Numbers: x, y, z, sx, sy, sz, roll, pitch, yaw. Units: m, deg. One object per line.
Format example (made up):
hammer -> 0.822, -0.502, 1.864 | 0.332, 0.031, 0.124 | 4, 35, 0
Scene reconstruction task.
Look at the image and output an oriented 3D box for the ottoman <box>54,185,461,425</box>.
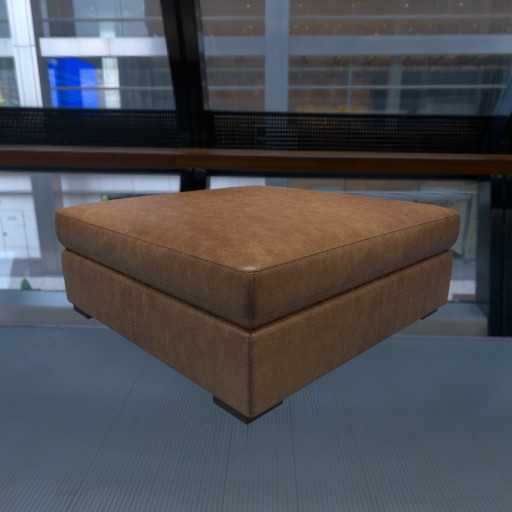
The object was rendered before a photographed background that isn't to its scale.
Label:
ottoman -> 0.000, 0.000, 1.815 | 1.169, 0.483, 1.168 | -14, 21, -42
